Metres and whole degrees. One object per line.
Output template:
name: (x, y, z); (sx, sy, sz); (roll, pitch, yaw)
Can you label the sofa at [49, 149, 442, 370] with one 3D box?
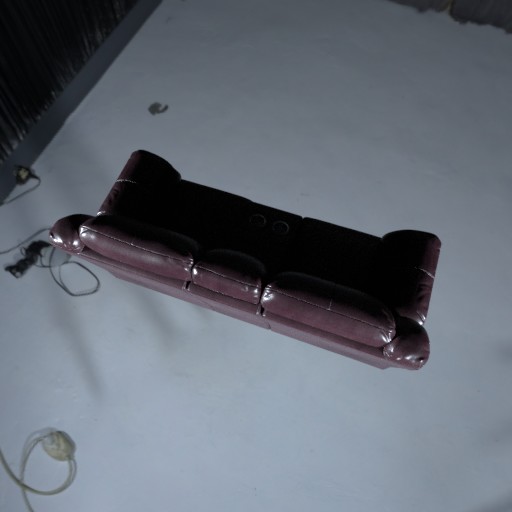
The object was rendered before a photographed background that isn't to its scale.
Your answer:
sofa: (0.000, 0.000, 2.691); (2.058, 1.043, 0.991); (18, 63, 9)
